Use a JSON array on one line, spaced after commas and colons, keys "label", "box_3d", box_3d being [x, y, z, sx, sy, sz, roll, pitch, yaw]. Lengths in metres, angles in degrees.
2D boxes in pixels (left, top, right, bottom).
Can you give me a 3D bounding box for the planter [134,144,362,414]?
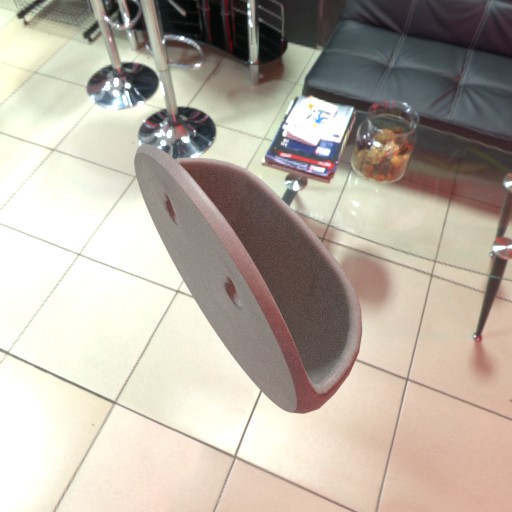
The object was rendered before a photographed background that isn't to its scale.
[{"label": "planter", "box_3d": [0.000, 0.000, 0.278, 0.073, 0.164, 0.190, -30, 63, -17]}]
